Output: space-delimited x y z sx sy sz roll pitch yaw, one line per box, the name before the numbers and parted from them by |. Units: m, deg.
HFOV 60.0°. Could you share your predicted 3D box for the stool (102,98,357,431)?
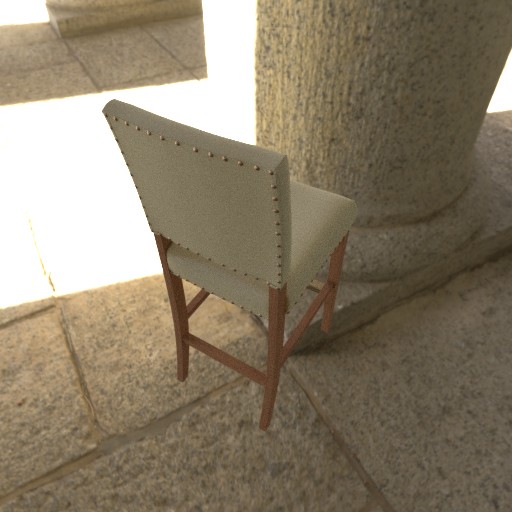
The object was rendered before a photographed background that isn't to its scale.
stool | 0.000 0.000 1.440 0.445 1.168 0.584 23 50 21
